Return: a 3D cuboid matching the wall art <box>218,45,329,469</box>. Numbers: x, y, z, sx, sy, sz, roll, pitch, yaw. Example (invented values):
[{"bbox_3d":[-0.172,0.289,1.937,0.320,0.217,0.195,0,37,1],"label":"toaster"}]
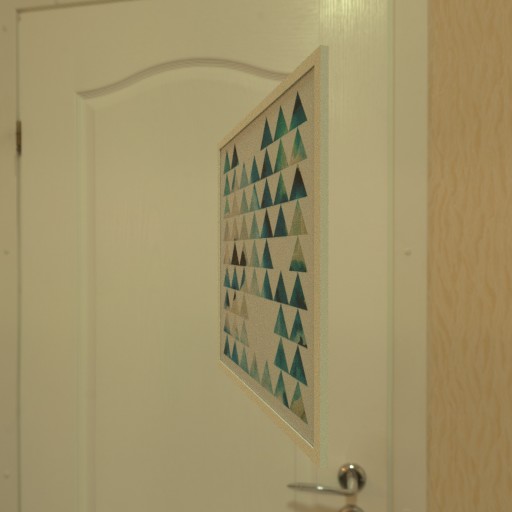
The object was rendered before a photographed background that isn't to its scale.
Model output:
[{"bbox_3d":[0.000,0.000,0.848,0.012,0.557,0.557,0,1,-19],"label":"wall art"}]
